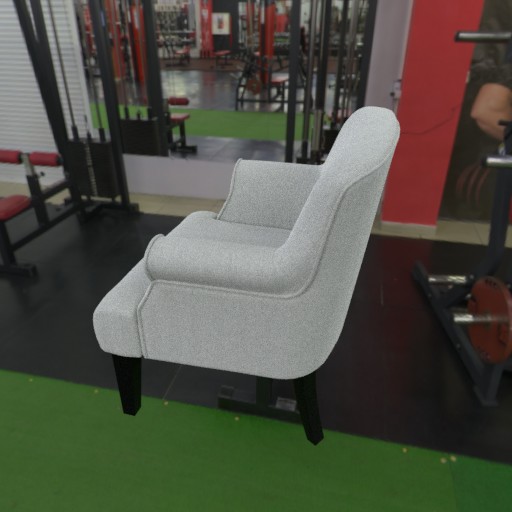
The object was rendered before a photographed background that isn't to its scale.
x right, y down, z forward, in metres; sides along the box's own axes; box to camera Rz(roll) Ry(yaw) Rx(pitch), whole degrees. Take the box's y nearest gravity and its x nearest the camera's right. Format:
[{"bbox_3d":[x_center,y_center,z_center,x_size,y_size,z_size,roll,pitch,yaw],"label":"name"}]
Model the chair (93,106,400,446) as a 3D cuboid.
[{"bbox_3d":[0.000,0.000,1.397,0.750,0.875,0.781,8,29,14],"label":"chair"}]
